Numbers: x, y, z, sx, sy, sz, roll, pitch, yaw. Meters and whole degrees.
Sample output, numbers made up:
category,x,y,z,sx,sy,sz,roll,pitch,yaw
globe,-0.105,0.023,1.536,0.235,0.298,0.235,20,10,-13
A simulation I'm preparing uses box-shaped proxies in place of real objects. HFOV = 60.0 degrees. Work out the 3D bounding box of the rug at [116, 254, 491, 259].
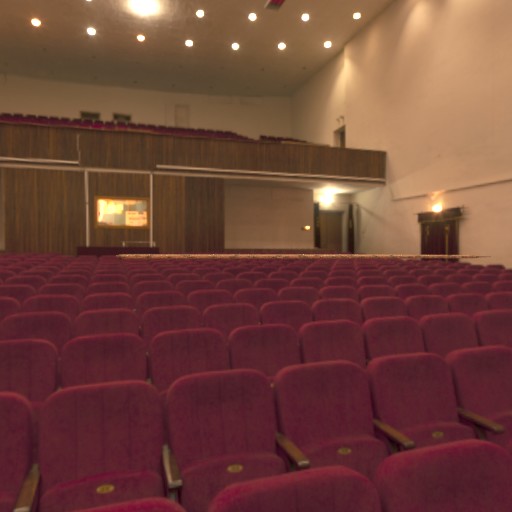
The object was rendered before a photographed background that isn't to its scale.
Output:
category,x,y,z,sx,sy,sz,roll,pitch,yaw
rug,0.000,0.000,4.850,2.892,0.036,3.585,0,0,-18
